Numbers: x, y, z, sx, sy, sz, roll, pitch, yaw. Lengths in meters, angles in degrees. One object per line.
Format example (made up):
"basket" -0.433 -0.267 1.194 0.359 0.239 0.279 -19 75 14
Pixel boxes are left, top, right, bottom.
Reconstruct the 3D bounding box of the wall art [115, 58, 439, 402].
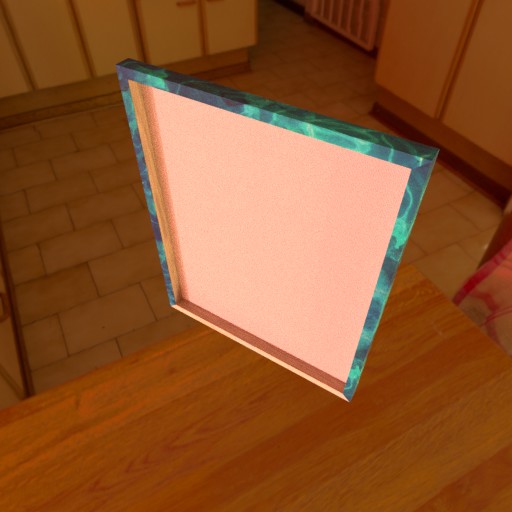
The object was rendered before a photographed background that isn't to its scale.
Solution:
"wall art" 0.000 0.000 1.024 0.609 0.760 0.038 24 51 21
